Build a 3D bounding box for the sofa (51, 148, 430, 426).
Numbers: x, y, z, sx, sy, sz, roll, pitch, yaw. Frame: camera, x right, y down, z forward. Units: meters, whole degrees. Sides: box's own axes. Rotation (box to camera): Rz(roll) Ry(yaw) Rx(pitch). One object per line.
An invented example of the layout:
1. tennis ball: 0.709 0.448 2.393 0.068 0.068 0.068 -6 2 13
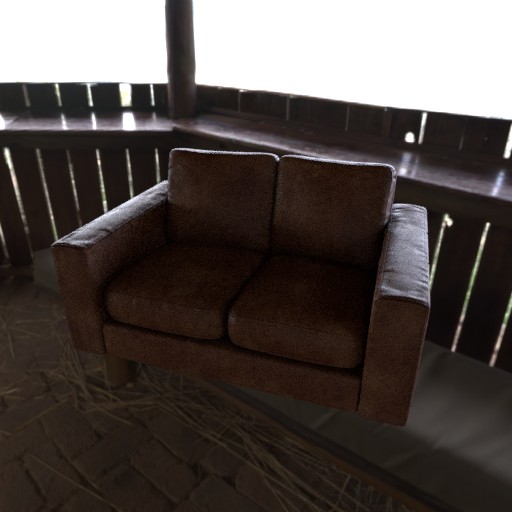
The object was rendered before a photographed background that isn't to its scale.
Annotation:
1. sofa: 0.000 0.000 2.266 1.626 0.889 1.041 8 27 16
